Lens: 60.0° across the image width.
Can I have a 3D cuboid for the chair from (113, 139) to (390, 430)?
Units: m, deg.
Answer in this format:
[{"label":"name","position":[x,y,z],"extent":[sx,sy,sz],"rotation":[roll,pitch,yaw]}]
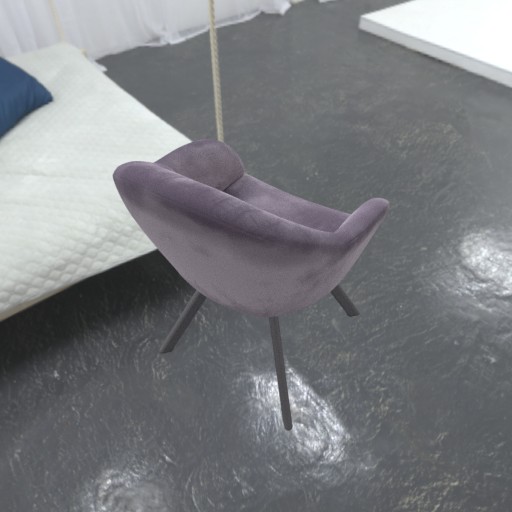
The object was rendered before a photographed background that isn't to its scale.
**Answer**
[{"label":"chair","position":[0.000,0.000,1.181],"extent":[0.550,0.795,0.590],"rotation":[24,50,22]}]
